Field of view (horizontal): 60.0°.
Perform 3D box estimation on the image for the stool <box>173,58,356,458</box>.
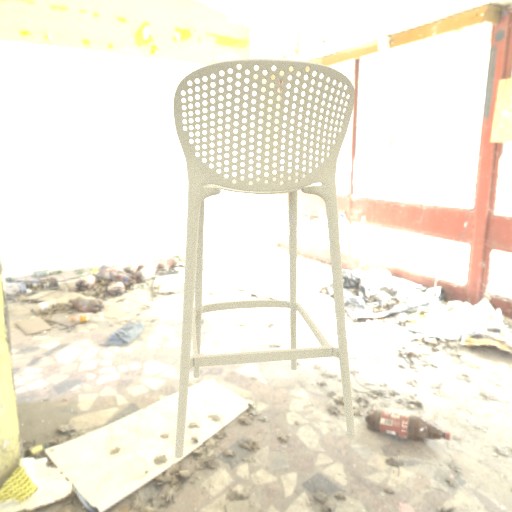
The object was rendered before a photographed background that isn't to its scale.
[{"bbox_3d":[0.000,0.000,1.384,0.536,1.045,0.535,-2,13,-9],"label":"stool"}]
